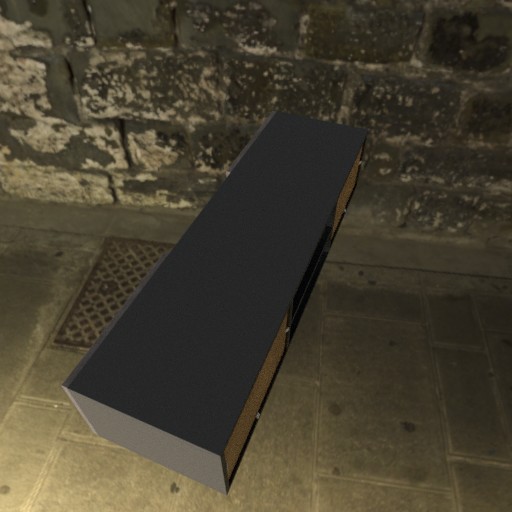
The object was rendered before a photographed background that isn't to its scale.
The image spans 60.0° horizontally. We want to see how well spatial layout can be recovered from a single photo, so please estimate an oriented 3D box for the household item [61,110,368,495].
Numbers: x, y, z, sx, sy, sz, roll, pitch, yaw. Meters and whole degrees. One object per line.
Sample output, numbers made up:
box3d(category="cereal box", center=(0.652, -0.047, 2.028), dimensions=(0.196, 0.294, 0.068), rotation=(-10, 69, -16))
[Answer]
box3d(category="household item", center=(0.000, 0.000, 1.549), dimensions=(0.420, 0.310, 1.400), rotation=(17, 49, 15))
